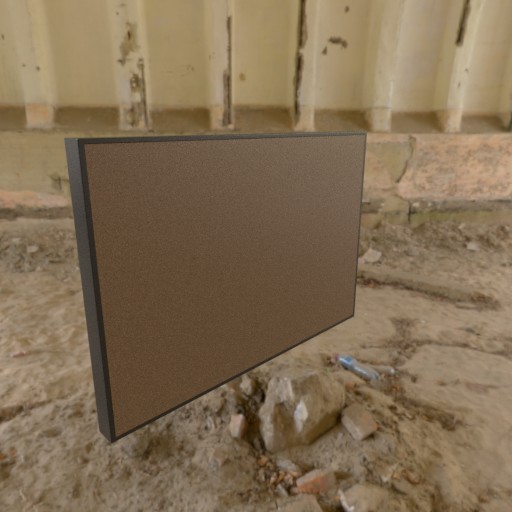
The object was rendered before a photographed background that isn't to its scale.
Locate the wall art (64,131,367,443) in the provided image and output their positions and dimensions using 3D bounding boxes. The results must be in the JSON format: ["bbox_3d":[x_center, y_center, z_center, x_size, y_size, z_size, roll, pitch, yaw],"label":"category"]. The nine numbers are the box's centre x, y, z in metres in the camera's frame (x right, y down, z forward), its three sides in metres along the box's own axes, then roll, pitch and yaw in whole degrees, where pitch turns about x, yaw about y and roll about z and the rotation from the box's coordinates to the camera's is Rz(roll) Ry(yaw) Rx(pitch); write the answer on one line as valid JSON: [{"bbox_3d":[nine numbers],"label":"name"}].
[{"bbox_3d":[0.000,0.000,1.205,0.939,0.640,0.058,-16,23,-42],"label":"wall art"}]
